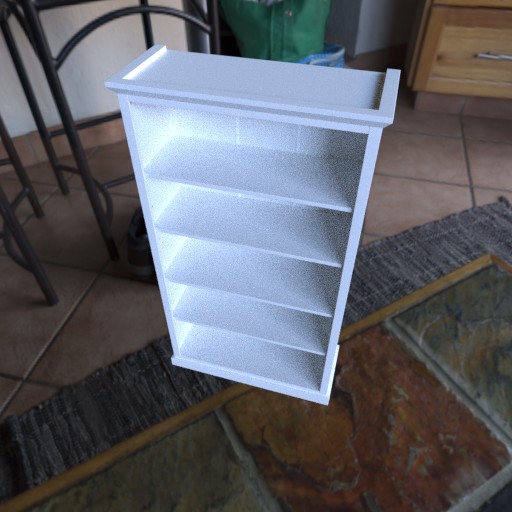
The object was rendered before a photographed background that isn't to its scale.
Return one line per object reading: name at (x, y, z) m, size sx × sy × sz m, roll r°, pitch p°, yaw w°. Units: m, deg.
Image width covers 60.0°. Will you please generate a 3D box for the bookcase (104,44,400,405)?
bookcase at (0.000, 0.000, 2.329) m, size 1.050 × 1.880 × 0.432 m, roll 11°, pitch 44°, yaw 12°
